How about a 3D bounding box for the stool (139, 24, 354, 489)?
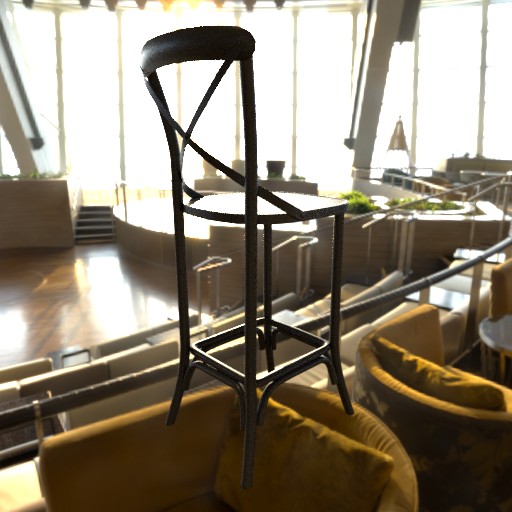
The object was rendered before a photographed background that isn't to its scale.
[{"bbox_3d":[0.000,0.000,1.358,0.584,1.168,0.457,-14,20,-42],"label":"stool"}]
